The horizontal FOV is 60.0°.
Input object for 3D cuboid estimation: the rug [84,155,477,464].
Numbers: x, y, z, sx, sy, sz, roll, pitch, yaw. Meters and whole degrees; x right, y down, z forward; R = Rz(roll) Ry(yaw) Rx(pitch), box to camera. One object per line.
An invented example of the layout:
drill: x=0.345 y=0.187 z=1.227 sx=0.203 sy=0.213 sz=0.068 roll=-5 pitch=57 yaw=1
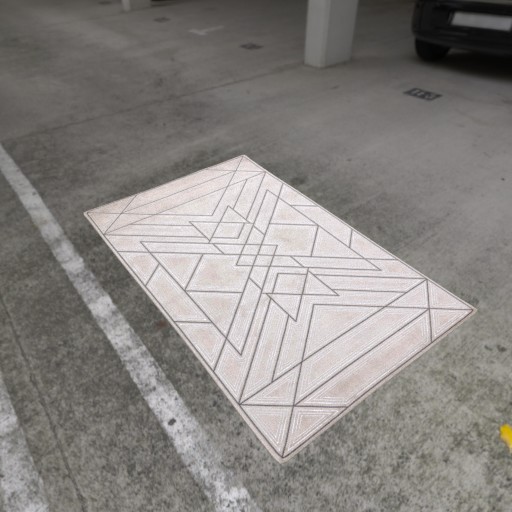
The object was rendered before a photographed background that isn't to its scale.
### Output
rug: x=0.000 y=0.000 z=3.108 sx=1.575 sy=0.023 sz=2.459 roll=-26 pitch=48 yaw=-27
